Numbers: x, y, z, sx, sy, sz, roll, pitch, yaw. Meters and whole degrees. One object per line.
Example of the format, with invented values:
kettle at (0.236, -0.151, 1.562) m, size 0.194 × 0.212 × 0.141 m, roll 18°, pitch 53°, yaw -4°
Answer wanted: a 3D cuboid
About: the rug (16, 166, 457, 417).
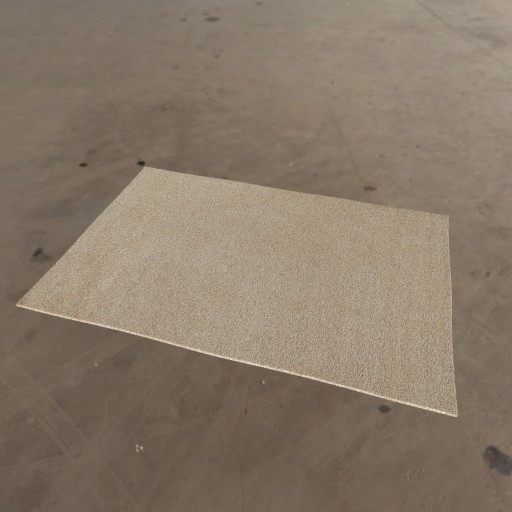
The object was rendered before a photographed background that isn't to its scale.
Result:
rug at (0.000, 0.000, 3.219) m, size 2.699 × 0.025 × 1.800 m, roll 11°, pitch 43°, yaw 12°
